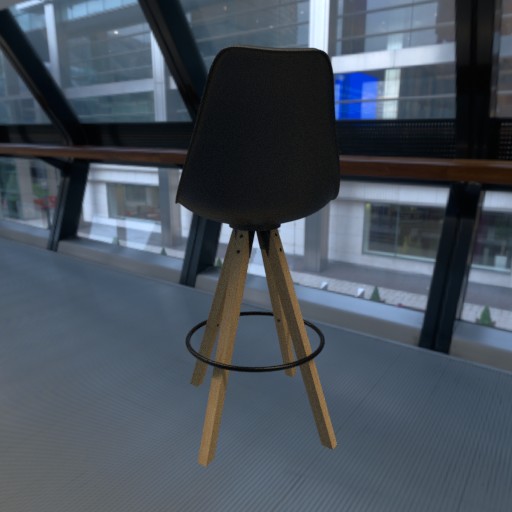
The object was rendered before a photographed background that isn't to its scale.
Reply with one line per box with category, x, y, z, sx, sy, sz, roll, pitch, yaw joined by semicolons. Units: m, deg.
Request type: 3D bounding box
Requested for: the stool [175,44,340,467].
stool;0.000;0.000;1.392;0.485;1.115;0.550;-3;14;-11
